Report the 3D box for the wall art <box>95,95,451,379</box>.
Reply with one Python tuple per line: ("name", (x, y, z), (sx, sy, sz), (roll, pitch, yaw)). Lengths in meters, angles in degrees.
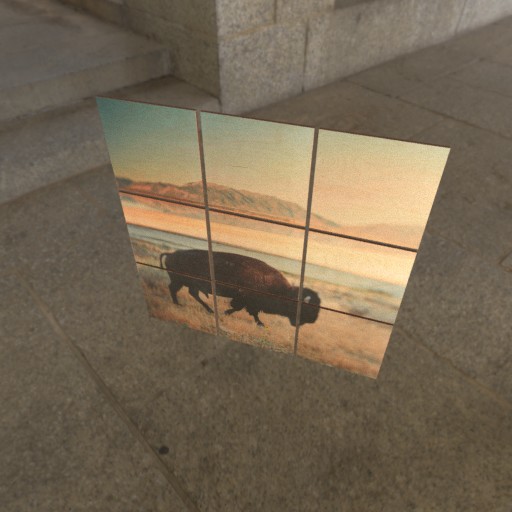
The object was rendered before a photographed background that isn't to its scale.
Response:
("wall art", (0.000, 0.000, 1.868), (1.221, 1.218, 0.019), (13, 43, 14))
